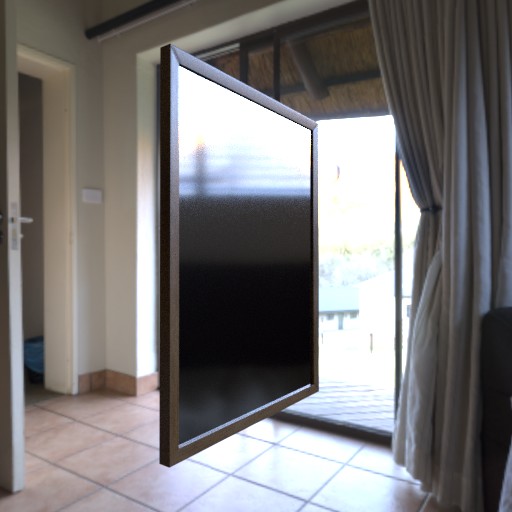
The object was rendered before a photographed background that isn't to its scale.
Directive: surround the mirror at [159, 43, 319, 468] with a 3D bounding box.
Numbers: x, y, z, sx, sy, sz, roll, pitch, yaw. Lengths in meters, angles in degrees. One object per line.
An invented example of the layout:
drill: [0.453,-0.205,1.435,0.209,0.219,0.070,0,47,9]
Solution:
mirror: [0.000,0.000,1.382,0.040,1.016,0.762,0,-1,36]
